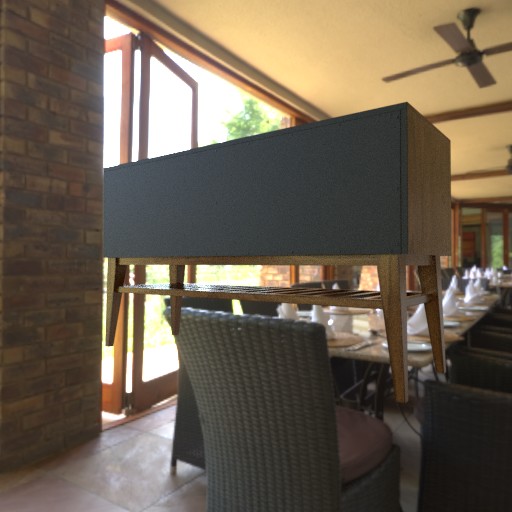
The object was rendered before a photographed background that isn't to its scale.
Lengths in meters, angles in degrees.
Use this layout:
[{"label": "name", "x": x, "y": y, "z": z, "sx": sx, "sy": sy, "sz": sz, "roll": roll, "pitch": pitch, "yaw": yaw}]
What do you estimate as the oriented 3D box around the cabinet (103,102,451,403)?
[{"label": "cabinet", "x": 0.000, "y": 0.000, "z": 1.773, "sx": 1.363, "sy": 0.802, "sz": 0.477, "roll": -1, "pitch": -1, "yaw": 37}]
